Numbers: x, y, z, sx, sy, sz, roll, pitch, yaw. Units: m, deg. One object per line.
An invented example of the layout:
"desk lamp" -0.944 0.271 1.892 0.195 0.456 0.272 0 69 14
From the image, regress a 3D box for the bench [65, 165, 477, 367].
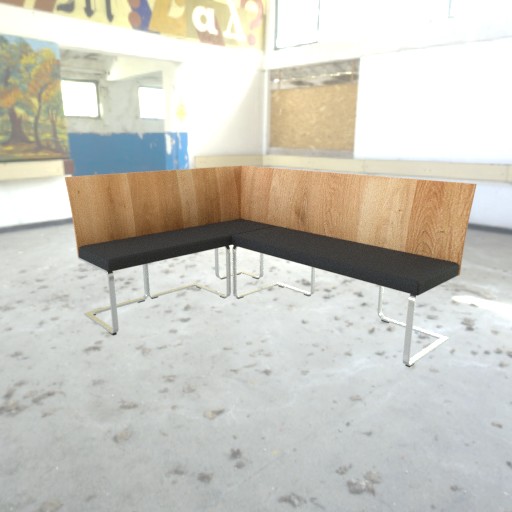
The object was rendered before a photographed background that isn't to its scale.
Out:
"bench" 0.000 0.000 2.741 1.495 0.930 1.945 -14 21 -41
